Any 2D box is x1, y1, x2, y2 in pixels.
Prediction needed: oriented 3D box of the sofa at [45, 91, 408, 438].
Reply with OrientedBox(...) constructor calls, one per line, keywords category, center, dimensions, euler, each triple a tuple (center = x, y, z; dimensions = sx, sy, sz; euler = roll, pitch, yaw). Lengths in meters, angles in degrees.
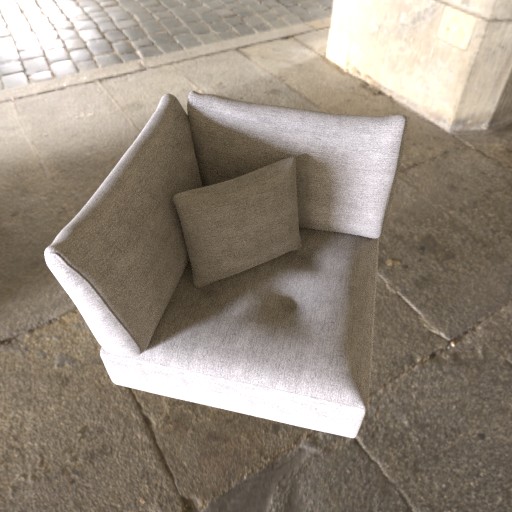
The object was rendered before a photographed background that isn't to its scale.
OrientedBox(category="sofa", center=(0.000, 0.000, 1.734), dimensions=(1.000, 0.820, 1.000), euler=(10, 48, 9))
